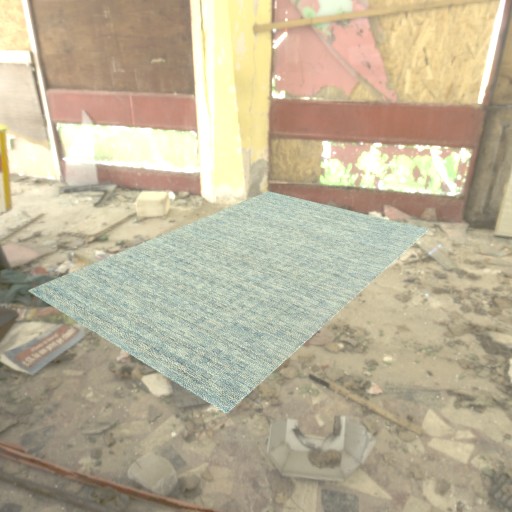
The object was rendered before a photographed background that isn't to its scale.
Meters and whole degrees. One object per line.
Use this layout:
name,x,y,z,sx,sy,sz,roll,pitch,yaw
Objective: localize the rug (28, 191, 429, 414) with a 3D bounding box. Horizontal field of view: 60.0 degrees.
rug,0.000,0.000,2.232,1.142,0.006,1.752,19,32,33
